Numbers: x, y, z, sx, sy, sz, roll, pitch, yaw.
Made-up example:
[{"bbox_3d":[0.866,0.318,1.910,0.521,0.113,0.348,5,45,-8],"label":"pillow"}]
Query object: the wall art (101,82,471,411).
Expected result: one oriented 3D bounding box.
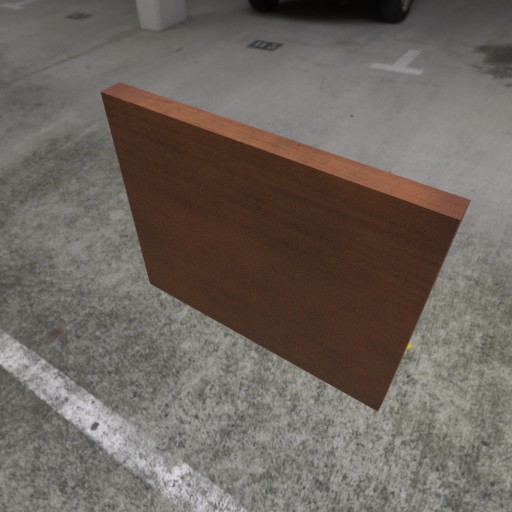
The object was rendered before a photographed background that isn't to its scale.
[{"bbox_3d":[0.000,0.000,0.547,0.401,0.328,0.030,25,50,23],"label":"wall art"}]
